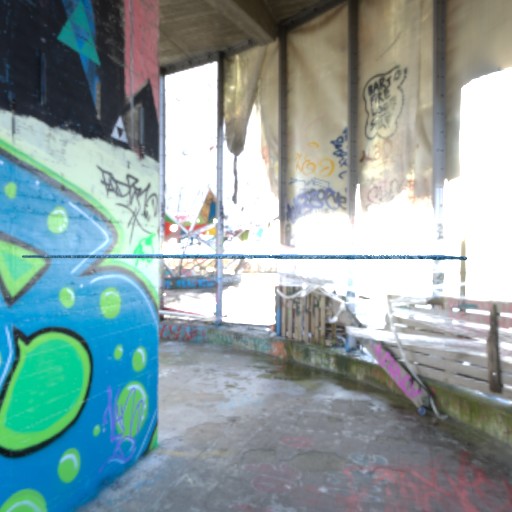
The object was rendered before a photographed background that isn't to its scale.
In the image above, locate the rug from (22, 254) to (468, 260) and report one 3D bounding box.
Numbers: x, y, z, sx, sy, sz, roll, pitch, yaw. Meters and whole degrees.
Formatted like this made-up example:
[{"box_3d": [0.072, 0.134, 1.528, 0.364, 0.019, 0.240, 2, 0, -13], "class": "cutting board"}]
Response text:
[{"box_3d": [0.000, 0.000, 2.831, 2.277, 0.015, 1.490, 0, 1, 19], "class": "rug"}]
